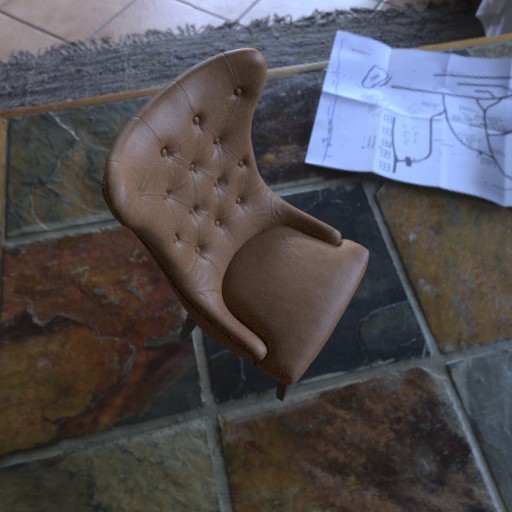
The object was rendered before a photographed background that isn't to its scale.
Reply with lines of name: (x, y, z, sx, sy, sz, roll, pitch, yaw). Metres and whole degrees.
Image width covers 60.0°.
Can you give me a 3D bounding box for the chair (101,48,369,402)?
chair: (0.000, 0.000, 1.483, 0.669, 1.065, 0.611, 30, 65, 15)
